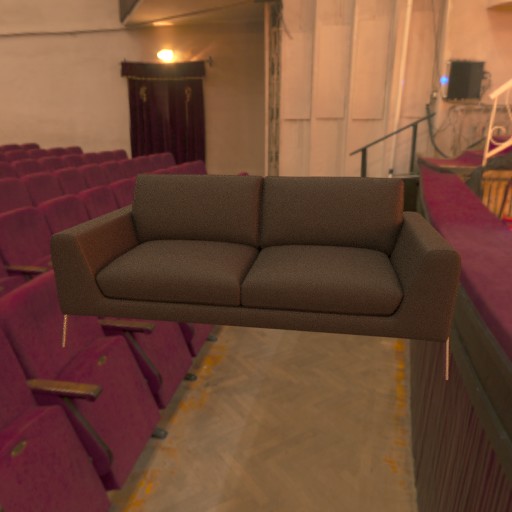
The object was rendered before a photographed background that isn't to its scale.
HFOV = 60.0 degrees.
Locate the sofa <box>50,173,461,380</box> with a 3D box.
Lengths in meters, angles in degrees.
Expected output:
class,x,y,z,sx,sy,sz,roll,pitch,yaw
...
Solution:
class,x,y,z,sx,sy,sz,roll,pitch,yaw
sofa,0.000,0.000,2.589,2.017,0.875,0.953,3,16,9
